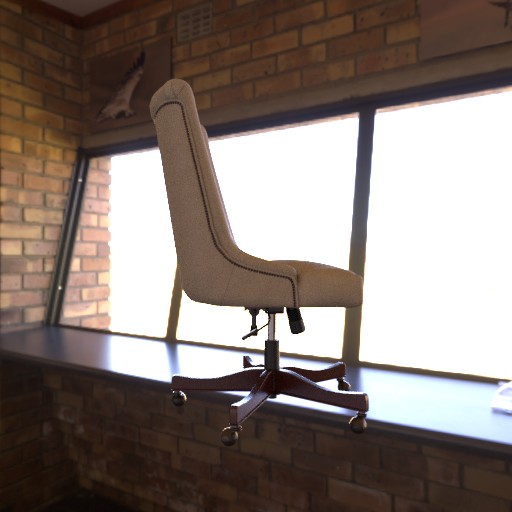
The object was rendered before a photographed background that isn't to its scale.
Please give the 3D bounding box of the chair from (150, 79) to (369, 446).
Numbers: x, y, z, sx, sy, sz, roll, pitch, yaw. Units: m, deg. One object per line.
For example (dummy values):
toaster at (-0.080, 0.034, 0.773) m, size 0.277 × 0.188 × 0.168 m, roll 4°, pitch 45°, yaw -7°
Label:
chair at (0.000, 0.000, 1.473) m, size 0.696 × 1.010 × 0.645 m, roll 0°, pitch 0°, yaw -1°
